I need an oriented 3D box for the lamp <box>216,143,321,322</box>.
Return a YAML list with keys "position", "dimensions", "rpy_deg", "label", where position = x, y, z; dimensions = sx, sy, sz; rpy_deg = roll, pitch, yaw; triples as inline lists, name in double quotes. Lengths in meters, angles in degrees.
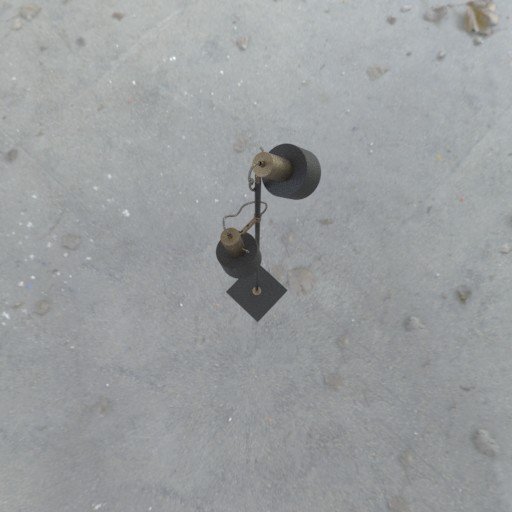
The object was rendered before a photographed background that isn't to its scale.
- position: [0.000, 0.000, 1.654]
  dimensions: [0.233, 1.505, 0.315]
  rpy_deg: [43, 79, 10]
  label: "lamp"
